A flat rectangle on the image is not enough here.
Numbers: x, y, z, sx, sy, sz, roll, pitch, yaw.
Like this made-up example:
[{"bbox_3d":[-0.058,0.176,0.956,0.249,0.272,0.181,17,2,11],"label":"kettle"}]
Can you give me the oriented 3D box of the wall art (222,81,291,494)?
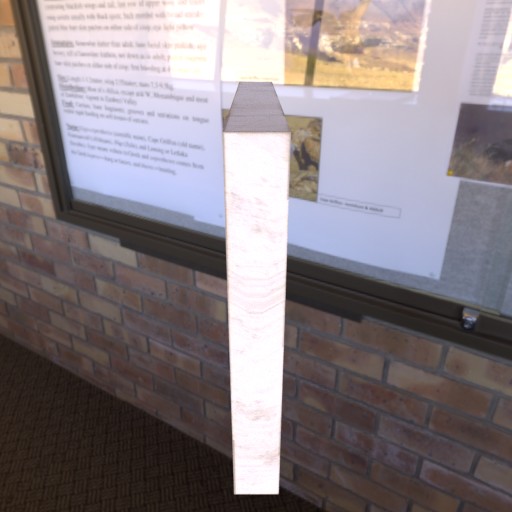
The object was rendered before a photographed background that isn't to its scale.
[{"bbox_3d":[0.000,0.000,0.448,0.038,0.303,0.305,0,26,0],"label":"wall art"}]
